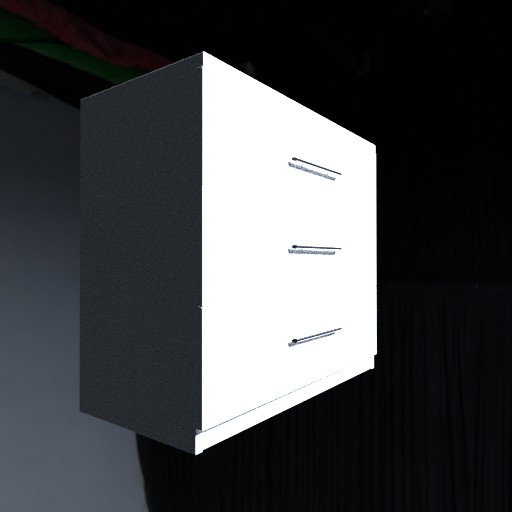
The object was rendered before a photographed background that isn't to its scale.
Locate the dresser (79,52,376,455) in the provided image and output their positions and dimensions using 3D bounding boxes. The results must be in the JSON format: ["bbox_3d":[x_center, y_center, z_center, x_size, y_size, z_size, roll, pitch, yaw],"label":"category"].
[{"bbox_3d":[0.000,0.000,1.255,0.420,0.740,0.830,0,-1,37],"label":"dresser"}]
